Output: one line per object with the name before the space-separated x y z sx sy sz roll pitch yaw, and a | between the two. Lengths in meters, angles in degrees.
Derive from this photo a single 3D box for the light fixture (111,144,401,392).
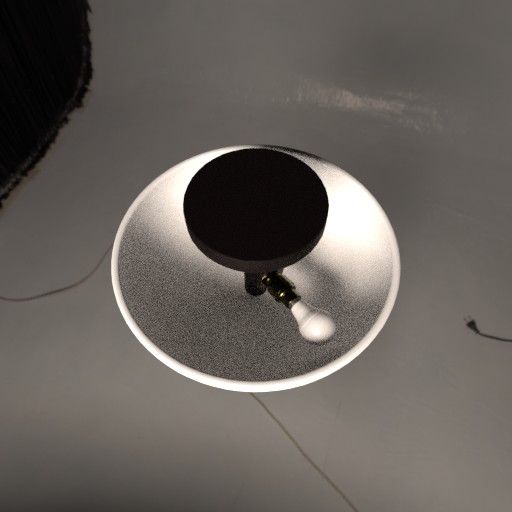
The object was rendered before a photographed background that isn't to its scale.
light fixture | 0.000 0.000 0.532 0.331 0.212 0.331 0 58 0
